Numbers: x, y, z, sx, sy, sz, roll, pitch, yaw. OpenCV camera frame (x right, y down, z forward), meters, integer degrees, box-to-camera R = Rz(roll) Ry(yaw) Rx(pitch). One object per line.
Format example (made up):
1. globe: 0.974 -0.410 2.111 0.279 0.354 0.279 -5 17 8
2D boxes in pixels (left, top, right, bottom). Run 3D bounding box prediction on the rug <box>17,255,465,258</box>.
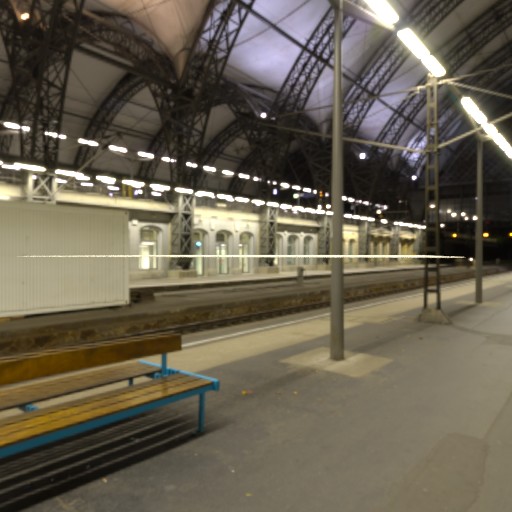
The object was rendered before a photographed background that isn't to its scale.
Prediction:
1. rug: 0.000 0.000 2.100 1.634 0.003 1.190 0 0 17
